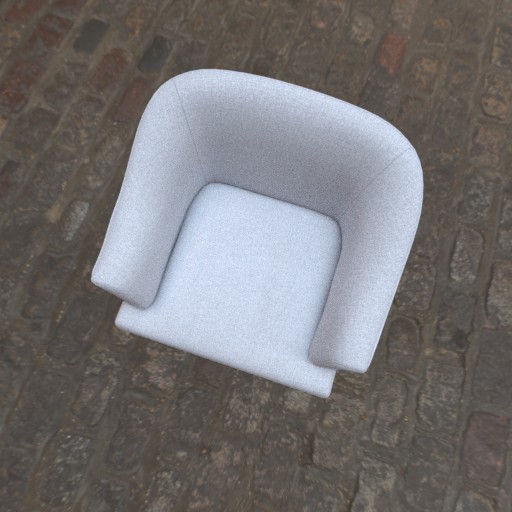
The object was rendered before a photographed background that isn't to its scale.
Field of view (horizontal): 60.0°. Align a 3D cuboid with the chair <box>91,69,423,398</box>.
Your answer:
[{"bbox_3d":[0.000,0.000,1.416,0.798,0.815,0.704,18,76,5],"label":"chair"}]
